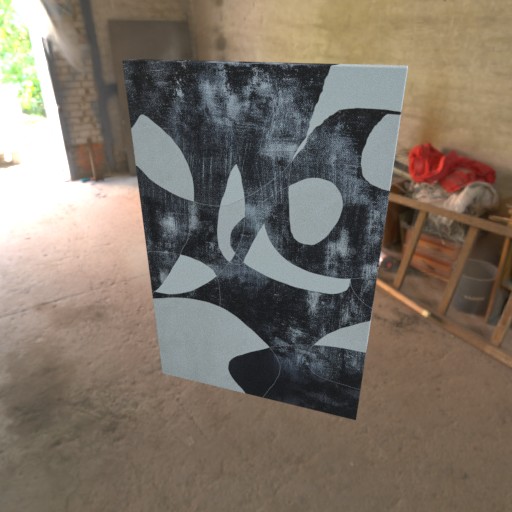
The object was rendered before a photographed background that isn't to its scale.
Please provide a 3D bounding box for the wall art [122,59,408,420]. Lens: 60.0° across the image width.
[{"bbox_3d":[0.000,0.000,0.761,0.407,0.610,0.039,9,29,16],"label":"wall art"}]
